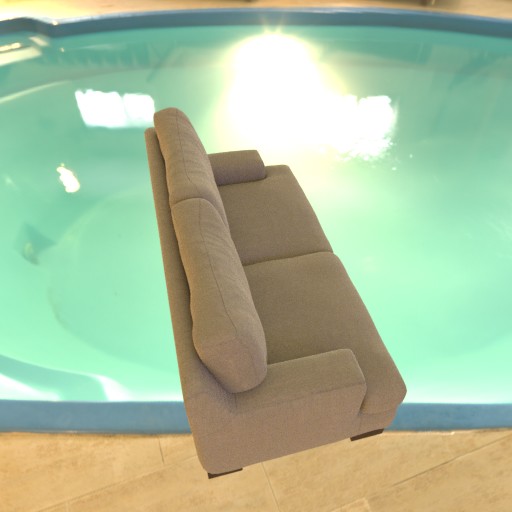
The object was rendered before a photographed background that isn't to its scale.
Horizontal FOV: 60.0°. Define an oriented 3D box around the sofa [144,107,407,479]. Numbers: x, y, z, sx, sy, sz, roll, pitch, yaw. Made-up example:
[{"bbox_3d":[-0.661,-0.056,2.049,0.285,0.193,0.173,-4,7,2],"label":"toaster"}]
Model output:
[{"bbox_3d":[0.000,0.000,2.399,0.962,0.980,1.855,-10,46,-10],"label":"sofa"}]
